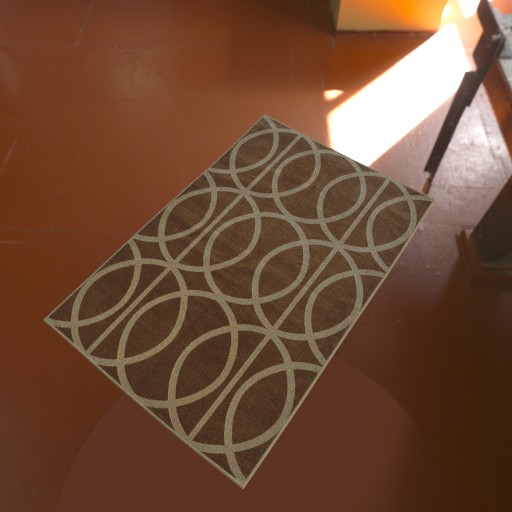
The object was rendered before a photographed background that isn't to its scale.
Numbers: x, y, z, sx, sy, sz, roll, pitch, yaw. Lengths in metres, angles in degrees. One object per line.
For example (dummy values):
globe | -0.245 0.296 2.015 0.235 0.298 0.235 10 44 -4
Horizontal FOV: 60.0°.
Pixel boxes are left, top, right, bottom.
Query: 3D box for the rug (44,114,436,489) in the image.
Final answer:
rug | 0.000 0.000 2.916 1.526 0.014 2.290 32 63 18
